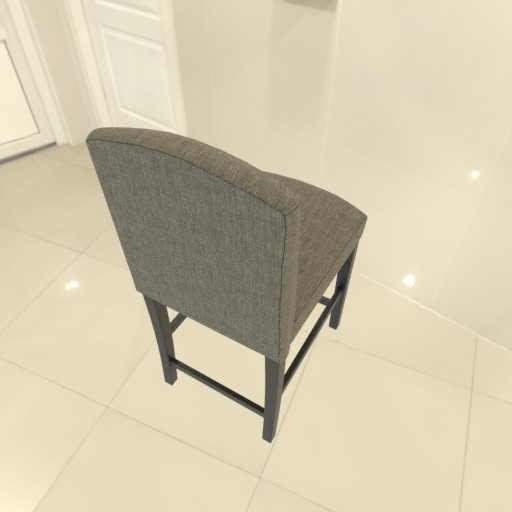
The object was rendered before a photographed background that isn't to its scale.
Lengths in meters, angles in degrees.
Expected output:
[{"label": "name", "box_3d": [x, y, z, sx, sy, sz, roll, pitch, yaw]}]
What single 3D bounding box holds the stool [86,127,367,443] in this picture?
[{"label": "stool", "box_3d": [0.000, 0.000, 1.241, 0.451, 0.966, 0.552, 23, 49, 21]}]
